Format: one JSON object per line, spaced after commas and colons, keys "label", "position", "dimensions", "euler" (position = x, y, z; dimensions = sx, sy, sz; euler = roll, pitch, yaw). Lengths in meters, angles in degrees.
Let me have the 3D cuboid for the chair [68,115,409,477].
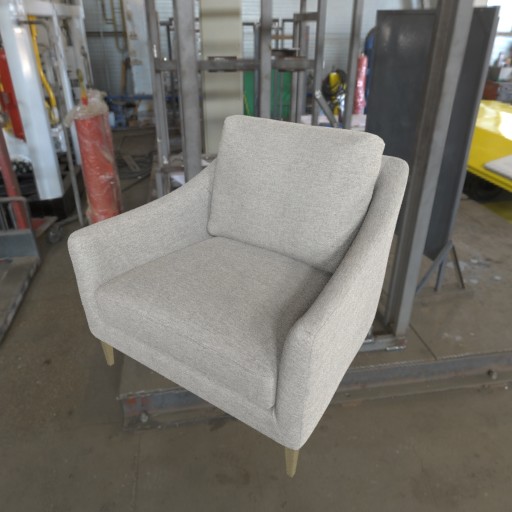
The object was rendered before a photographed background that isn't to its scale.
{"label": "chair", "position": [0.000, 0.000, 1.686], "dimensions": [0.986, 0.902, 0.961], "euler": [18, 33, 31]}
